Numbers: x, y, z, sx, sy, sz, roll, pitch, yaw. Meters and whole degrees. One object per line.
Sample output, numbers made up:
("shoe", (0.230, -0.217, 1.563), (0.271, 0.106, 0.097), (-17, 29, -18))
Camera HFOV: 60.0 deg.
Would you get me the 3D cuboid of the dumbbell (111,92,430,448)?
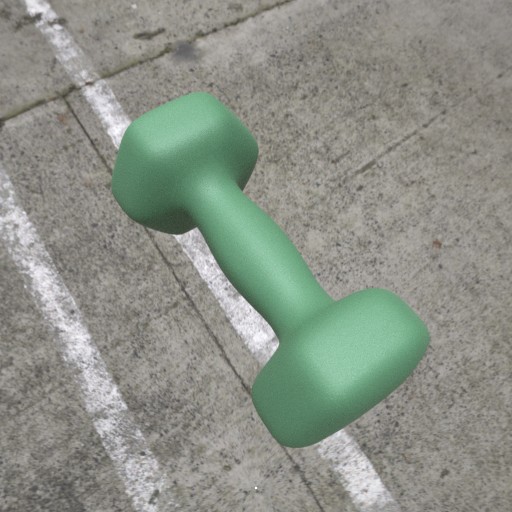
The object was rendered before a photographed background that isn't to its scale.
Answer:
("dumbbell", (0.000, 0.000, 0.324), (0.126, 0.114, 0.257), (-31, 67, -15))
